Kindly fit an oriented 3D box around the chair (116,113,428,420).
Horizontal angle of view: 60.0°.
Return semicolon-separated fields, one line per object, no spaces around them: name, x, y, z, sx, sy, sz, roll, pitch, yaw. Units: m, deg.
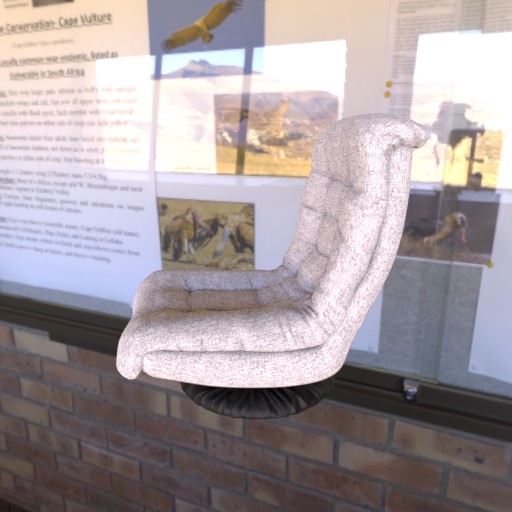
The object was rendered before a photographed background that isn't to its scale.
chair;0.000;0.000;0.982;0.583;0.600;0.400;-2;16;-8
